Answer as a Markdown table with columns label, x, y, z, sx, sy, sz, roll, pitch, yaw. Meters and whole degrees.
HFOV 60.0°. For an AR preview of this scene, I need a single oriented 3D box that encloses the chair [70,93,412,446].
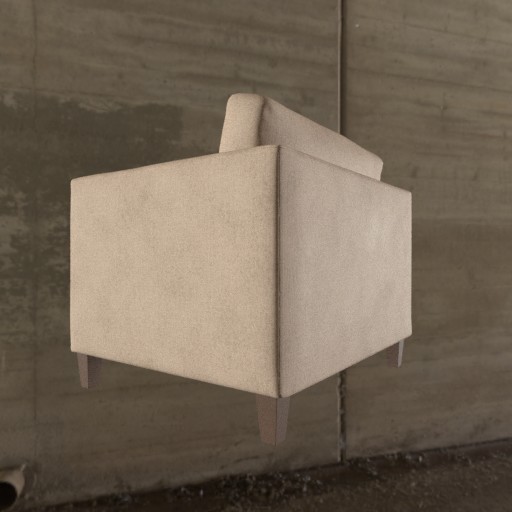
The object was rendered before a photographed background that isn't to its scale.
| label | x | y | z | sx | sy | sz | roll | pitch | yaw |
| --- | --- | --- | --- | --- | --- | --- | --- | --- | --- |
| chair | 0.000 | 0.000 | 1.804 | 0.959 | 0.961 | 1.133 | 0 | 1 | 36 |
